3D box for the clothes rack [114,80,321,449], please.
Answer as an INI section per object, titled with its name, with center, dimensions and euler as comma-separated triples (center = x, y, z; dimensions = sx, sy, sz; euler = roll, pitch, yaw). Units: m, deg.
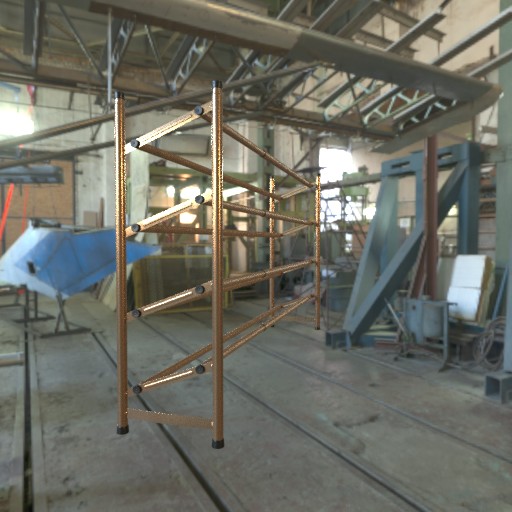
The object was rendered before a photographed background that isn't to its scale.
[clothes rack]
center = 0.000, 0.000, 1.392
dimensions = 0.229, 0.672, 1.168
euler = 1, 2, 17
